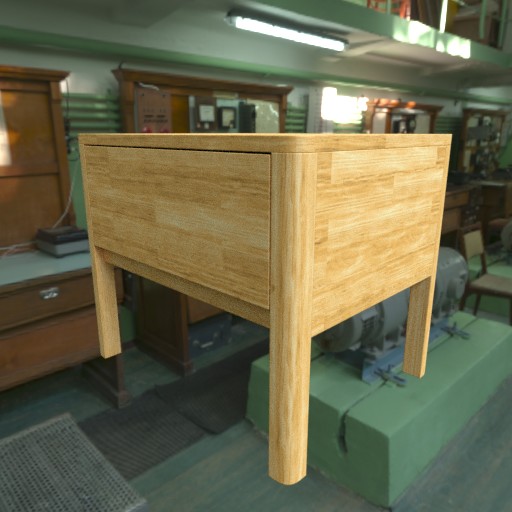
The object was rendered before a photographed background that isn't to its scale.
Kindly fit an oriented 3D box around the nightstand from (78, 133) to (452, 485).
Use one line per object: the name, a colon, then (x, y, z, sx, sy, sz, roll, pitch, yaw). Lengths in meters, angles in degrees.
nightstand: (0.000, 0.000, 0.885, 0.560, 0.470, 0.440, 15, 22, 43)
